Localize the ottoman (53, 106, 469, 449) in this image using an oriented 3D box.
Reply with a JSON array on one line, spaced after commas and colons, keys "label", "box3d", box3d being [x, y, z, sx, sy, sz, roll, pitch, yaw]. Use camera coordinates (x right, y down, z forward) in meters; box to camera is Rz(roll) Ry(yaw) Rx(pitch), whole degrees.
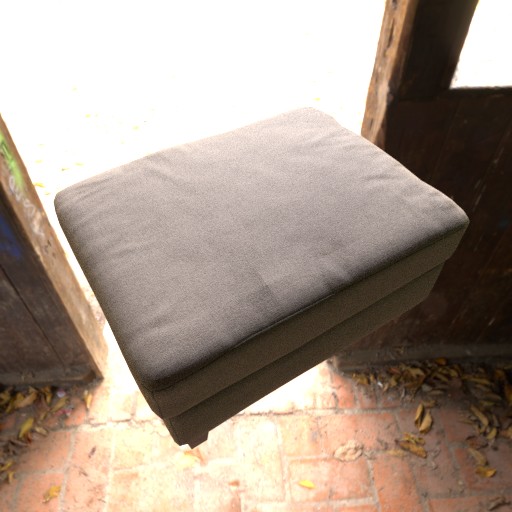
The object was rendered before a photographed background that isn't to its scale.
[{"label": "ottoman", "box3d": [0.000, 0.000, 1.293, 0.902, 0.511, 0.692, -25, 52, -21]}]
